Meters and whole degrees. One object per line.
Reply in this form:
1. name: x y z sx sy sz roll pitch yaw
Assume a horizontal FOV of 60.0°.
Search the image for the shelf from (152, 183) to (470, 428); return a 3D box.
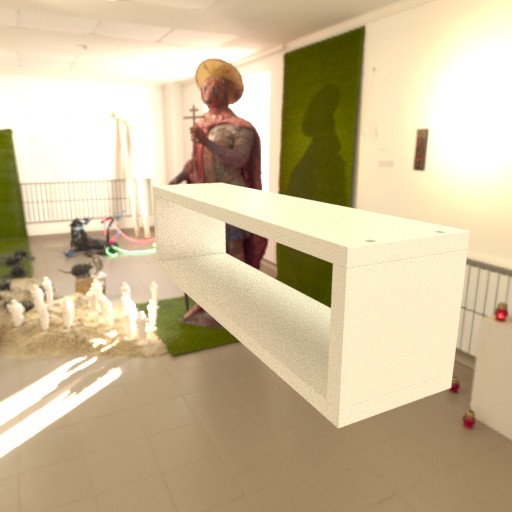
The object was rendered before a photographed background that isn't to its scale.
1. shelf: 0.000 0.000 0.679 0.150 0.170 0.610 -7 16 -27
